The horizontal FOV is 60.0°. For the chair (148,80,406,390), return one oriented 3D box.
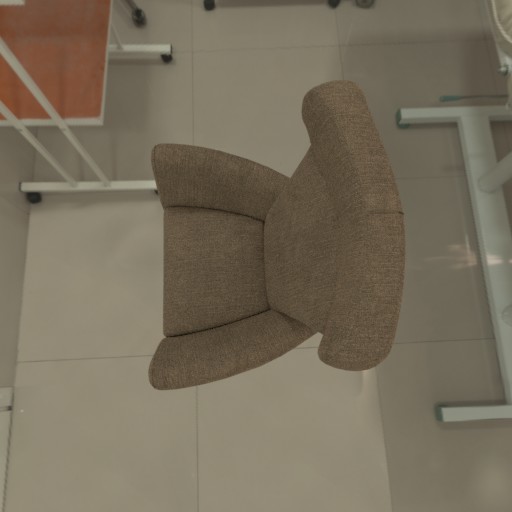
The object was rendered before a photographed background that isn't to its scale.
[{"bbox_3d":[0.000,0.000,1.751,0.900,1.040,0.980,-3,75,-1],"label":"chair"}]
